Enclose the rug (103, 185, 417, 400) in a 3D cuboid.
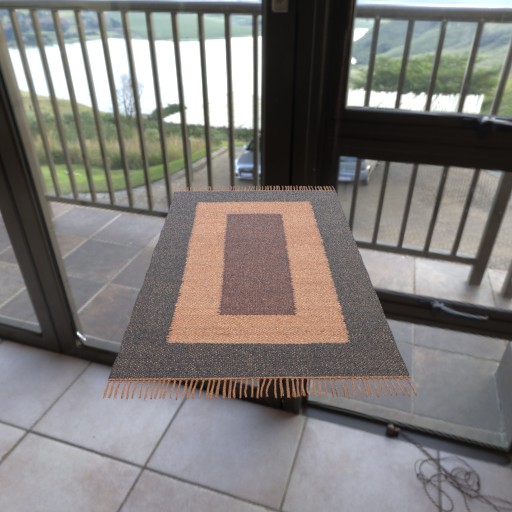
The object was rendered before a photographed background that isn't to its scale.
[{"bbox_3d":[0.000,0.000,1.920,0.920,0.013,1.541,0,32,-1],"label":"rug"}]
